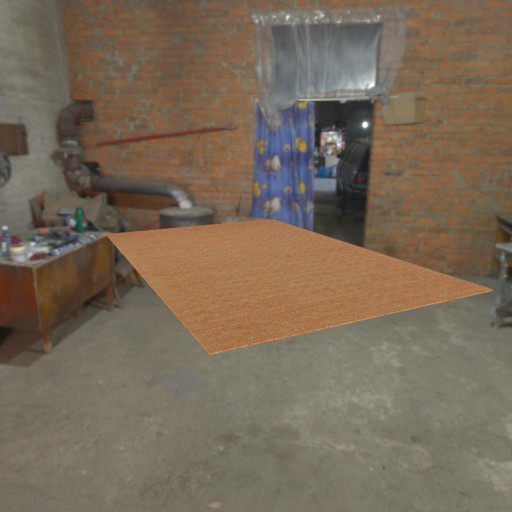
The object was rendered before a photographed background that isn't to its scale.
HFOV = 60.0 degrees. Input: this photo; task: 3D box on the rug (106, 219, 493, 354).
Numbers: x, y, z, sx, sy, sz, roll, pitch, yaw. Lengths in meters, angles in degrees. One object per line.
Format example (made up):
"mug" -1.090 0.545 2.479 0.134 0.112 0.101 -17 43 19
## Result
"rug" 0.000 0.000 2.887 1.524 0.006 2.285 -7 16 -26
